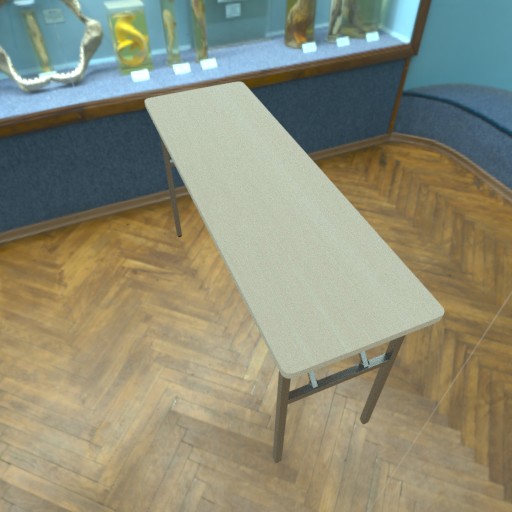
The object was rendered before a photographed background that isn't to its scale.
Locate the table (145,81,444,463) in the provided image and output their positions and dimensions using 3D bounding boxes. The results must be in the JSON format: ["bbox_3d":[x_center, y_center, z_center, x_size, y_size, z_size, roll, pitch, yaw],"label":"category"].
[{"bbox_3d":[0.000,0.000,1.747,0.446,0.750,1.397,-17,48,-16],"label":"table"}]
